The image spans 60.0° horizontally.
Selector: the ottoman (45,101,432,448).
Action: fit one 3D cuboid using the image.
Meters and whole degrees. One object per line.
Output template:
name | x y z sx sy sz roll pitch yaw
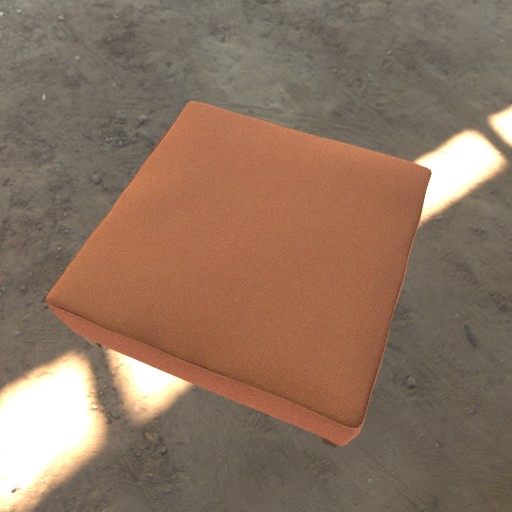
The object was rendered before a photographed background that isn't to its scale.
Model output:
ottoman | 0.000 0.000 1.601 0.997 0.438 0.999 19 60 11
